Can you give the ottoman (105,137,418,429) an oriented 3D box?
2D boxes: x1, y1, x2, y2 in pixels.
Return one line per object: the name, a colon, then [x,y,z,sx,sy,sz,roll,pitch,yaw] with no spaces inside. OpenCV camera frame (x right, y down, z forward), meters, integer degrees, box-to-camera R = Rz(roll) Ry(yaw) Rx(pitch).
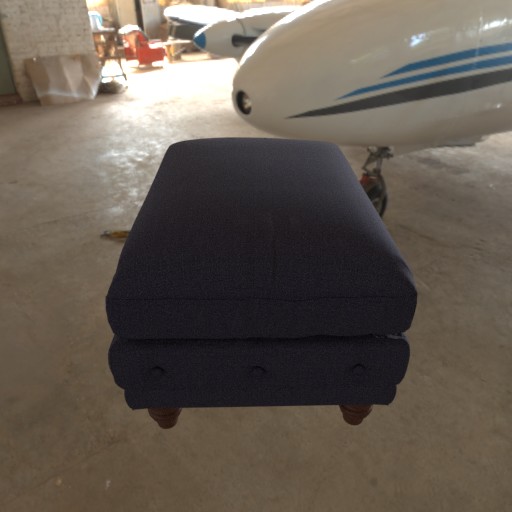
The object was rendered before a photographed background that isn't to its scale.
ottoman: [0.000,0.000,1.135,0.558,0.486,0.767,-1,32,-1]
